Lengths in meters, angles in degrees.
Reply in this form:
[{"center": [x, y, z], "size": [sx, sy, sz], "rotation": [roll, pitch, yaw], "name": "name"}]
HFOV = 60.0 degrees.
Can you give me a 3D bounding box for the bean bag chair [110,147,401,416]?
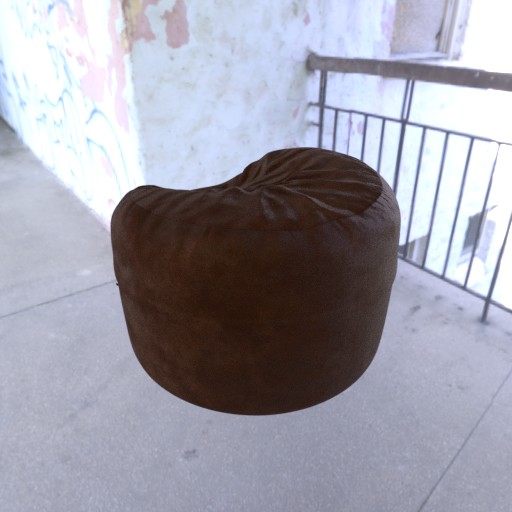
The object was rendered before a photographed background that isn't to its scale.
[{"center": [0.000, 0.000, 1.505], "size": [0.918, 0.616, 0.918], "rotation": [0, 28, 0], "name": "bean bag chair"}]
